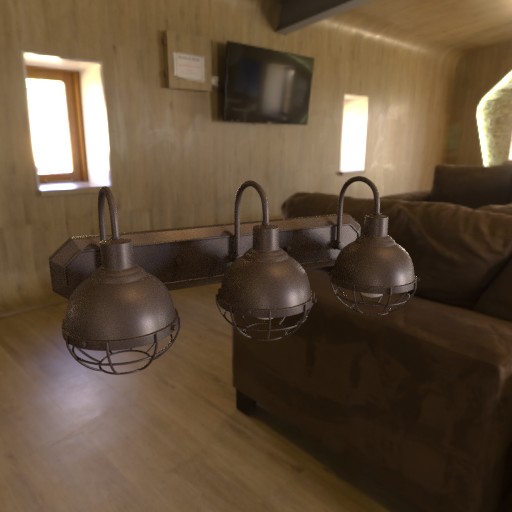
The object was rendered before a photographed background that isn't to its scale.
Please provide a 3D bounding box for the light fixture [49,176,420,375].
[{"bbox_3d":[0.000,0.000,0.761,0.634,0.254,0.229,-7,16,-27],"label":"light fixture"}]
